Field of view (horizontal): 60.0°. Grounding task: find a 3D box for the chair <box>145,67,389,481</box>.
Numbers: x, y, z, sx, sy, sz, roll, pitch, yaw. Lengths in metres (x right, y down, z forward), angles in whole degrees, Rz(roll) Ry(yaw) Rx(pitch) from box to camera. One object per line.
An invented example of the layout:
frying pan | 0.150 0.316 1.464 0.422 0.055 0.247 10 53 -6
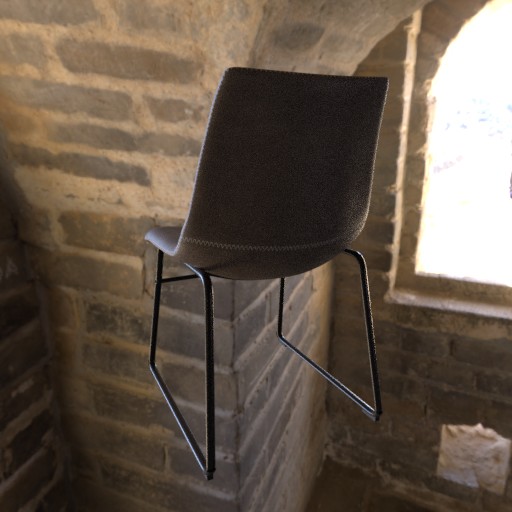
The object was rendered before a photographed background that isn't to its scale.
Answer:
chair | 0.000 0.000 1.086 0.460 0.780 0.550 -7 17 -25
